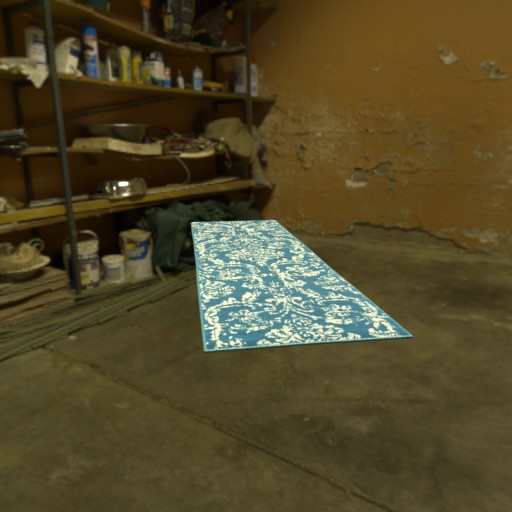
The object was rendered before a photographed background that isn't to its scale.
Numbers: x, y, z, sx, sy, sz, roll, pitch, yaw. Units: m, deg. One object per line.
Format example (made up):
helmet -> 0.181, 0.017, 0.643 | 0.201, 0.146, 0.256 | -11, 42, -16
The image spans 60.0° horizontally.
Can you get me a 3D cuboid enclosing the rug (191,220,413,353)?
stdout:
rug -> 0.000, 0.000, 2.400 | 0.662, 0.011, 2.196 | -2, 15, -9
